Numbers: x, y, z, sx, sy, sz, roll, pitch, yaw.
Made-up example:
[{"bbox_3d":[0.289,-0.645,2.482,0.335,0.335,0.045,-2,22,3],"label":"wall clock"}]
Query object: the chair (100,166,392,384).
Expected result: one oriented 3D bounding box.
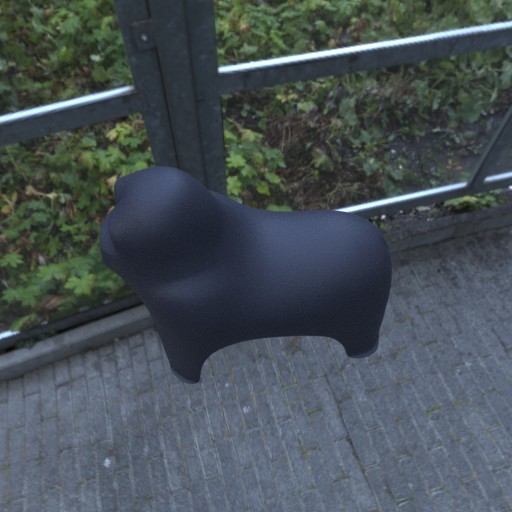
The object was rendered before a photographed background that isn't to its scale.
[{"bbox_3d":[0.000,0.000,1.184,0.758,0.600,0.490,-2,57,-2],"label":"chair"}]
